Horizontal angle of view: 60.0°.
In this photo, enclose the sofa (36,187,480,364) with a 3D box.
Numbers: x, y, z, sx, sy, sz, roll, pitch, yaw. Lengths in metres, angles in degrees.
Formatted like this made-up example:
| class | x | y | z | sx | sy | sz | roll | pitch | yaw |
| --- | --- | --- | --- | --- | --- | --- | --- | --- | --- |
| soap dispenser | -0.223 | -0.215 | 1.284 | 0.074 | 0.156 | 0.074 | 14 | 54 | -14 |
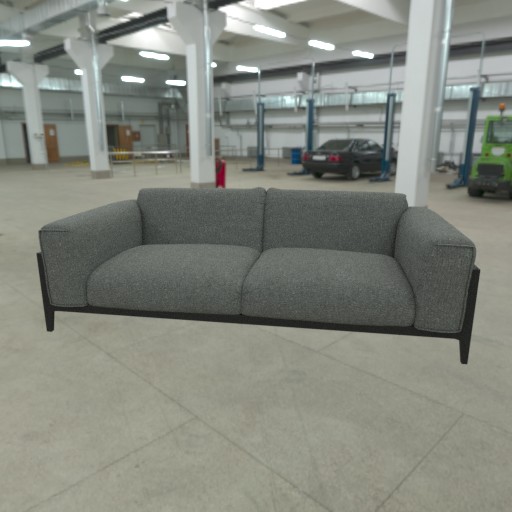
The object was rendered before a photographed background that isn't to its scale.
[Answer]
| class | x | y | z | sx | sy | sz | roll | pitch | yaw |
| --- | --- | --- | --- | --- | --- | --- | --- | --- | --- |
| sofa | 0.000 | 0.000 | 2.552 | 2.125 | 0.703 | 0.985 | 3 | 15 | 9 |
